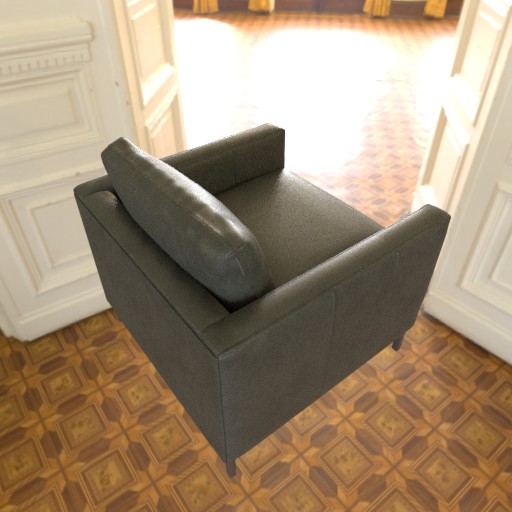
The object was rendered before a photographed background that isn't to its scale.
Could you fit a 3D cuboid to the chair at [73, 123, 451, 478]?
[{"bbox_3d":[0.000,0.000,1.484,0.861,0.824,0.967,-26,47,-28],"label":"chair"}]
